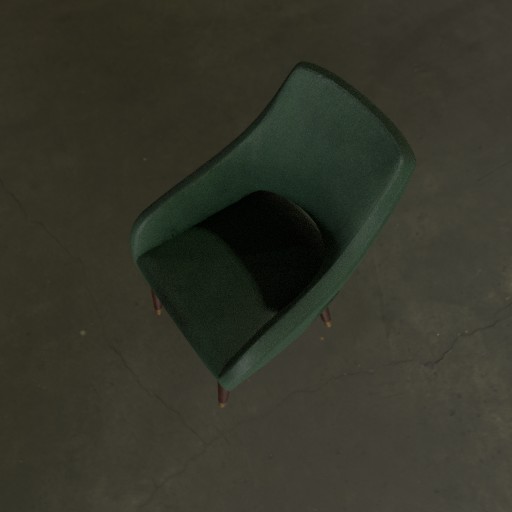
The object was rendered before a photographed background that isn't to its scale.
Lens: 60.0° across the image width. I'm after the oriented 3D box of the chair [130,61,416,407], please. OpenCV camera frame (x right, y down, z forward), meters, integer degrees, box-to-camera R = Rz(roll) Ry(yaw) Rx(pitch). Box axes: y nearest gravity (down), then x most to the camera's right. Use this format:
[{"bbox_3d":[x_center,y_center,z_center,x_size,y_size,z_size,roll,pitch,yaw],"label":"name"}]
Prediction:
[{"bbox_3d":[0.000,0.000,1.628,0.794,1.081,0.683,-34,68,-16],"label":"chair"}]
